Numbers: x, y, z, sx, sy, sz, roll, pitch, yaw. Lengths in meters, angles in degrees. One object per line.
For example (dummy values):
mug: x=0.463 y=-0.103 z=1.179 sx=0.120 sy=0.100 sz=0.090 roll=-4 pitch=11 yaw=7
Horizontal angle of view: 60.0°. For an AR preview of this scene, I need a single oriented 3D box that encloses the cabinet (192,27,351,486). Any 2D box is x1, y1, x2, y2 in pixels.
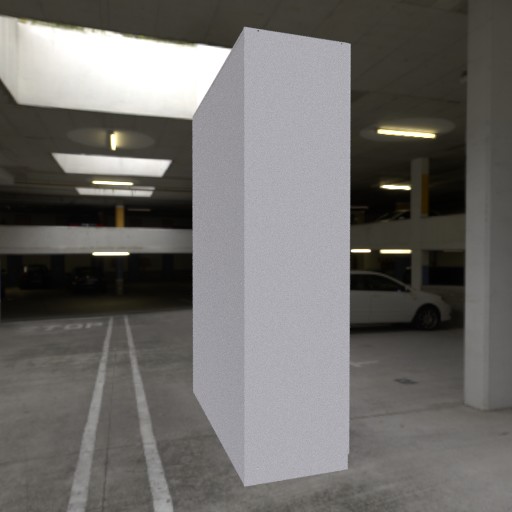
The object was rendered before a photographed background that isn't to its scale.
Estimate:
cabinet: x=0.000 y=0.000 z=2.533 sx=0.510 sy=1.910 sz=1.290 roll=0 pitch=1 yaw=-18
